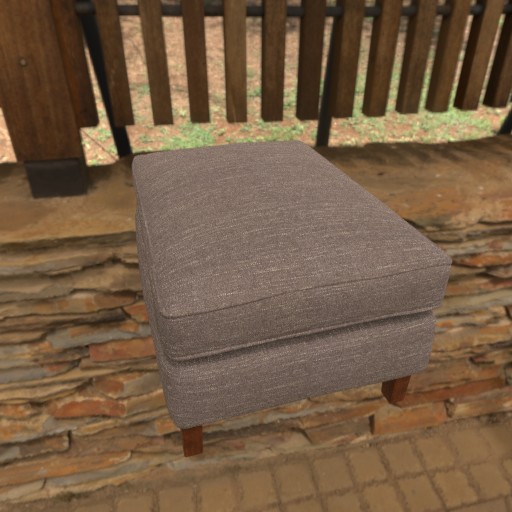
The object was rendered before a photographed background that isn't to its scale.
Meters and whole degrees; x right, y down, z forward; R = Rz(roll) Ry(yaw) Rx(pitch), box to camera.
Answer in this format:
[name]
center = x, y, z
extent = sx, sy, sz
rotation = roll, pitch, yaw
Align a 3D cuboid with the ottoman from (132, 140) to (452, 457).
[ottoman]
center = 0.000, 0.000, 0.989
extent = 0.508, 0.406, 0.686
rotation = -9, 33, -14
